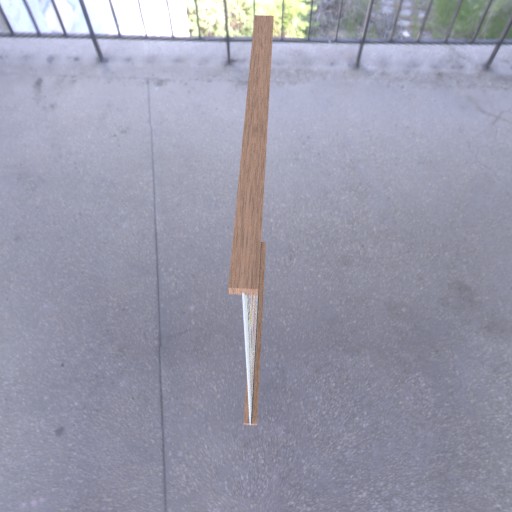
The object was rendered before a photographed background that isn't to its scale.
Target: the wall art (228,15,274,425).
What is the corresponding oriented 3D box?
[{"bbox_3d":[0.000,0.000,0.789,0.028,0.609,0.456,3,58,2],"label":"wall art"}]
